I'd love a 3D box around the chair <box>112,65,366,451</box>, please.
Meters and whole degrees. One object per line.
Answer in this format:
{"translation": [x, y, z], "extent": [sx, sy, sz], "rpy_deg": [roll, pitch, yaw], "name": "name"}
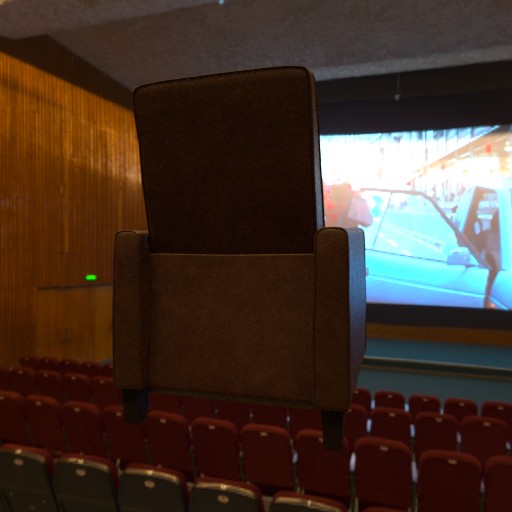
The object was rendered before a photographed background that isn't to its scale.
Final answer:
{"translation": [0.000, 0.000, 1.537], "extent": [0.705, 1.013, 0.746], "rpy_deg": [0, 1, 17], "name": "chair"}
